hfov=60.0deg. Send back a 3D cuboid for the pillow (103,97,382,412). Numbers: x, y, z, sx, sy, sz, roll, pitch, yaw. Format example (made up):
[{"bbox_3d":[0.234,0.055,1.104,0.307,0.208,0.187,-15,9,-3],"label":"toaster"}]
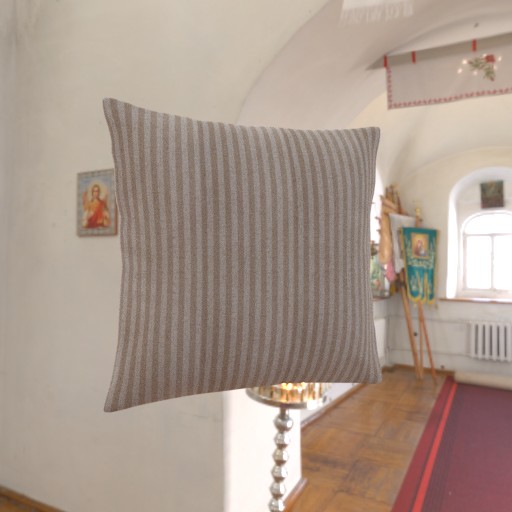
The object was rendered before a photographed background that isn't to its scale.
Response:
[{"bbox_3d":[0.000,0.000,0.797,0.523,0.510,0.166,0,-1,-18],"label":"pillow"}]
